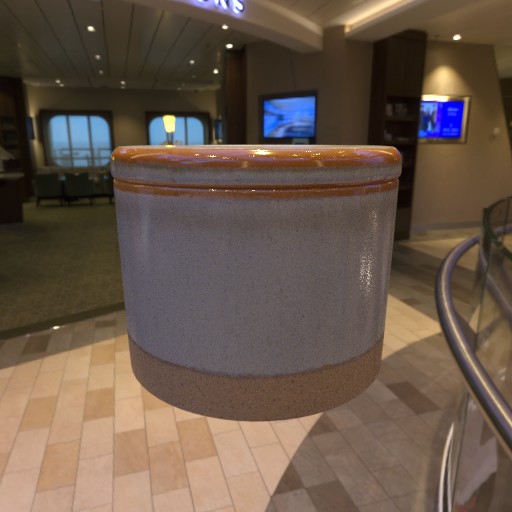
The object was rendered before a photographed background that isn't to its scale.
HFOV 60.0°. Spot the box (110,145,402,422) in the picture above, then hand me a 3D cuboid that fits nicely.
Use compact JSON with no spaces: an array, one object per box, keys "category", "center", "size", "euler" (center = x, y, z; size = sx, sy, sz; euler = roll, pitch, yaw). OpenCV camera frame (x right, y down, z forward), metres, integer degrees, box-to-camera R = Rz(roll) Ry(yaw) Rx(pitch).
[{"category":"box","center":[0.000,0.000,0.207],"size":[0.123,0.100,0.123],"euler":[0,15,0]}]
